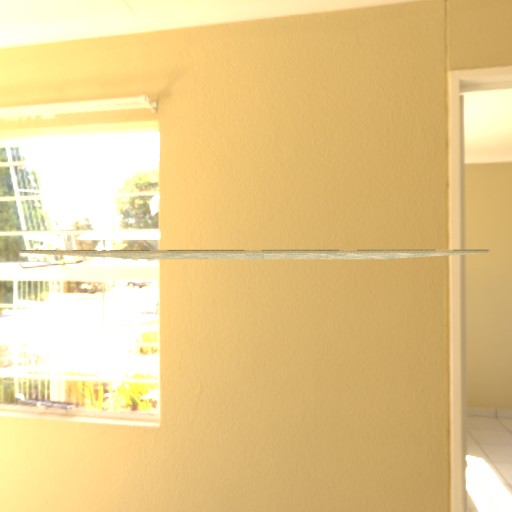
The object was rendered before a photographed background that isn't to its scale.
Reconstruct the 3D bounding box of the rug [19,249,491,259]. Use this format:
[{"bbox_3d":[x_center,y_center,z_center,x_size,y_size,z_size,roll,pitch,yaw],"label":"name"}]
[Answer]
[{"bbox_3d":[0.000,0.000,4.087,3.049,0.021,2.466,0,-1,1],"label":"rug"}]
